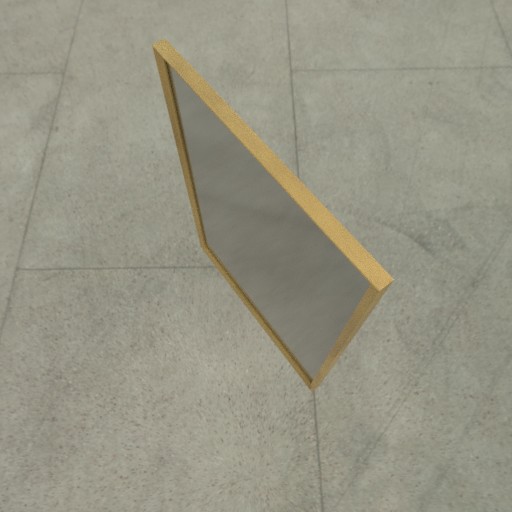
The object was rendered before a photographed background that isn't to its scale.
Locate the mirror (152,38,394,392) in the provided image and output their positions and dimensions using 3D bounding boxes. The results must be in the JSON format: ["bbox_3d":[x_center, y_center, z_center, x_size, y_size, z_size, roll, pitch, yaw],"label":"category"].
[{"bbox_3d":[0.000,0.000,1.351,0.041,1.016,0.762,-33,68,-15],"label":"mirror"}]
